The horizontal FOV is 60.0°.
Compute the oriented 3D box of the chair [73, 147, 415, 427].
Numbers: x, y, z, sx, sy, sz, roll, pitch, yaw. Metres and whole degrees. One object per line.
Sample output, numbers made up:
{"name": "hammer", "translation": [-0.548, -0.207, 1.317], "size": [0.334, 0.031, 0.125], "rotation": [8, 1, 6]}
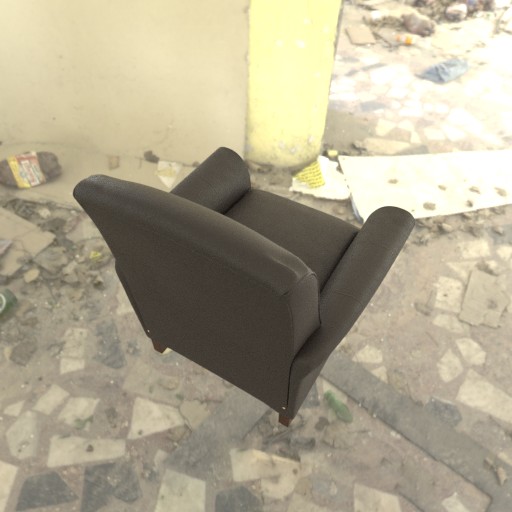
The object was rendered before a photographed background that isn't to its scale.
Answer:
{"name": "chair", "translation": [0.000, 0.000, 1.756], "size": [0.978, 1.061, 0.902], "rotation": [24, 51, 21]}
